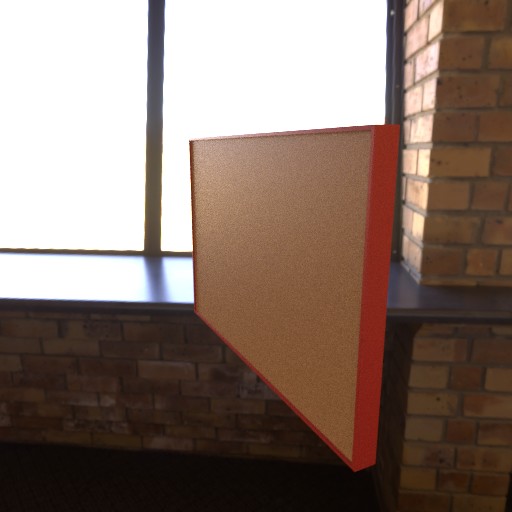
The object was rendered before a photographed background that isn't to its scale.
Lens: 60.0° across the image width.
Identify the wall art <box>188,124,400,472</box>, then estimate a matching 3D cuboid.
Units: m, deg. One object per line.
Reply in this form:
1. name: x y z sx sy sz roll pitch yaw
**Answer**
1. wall art: 0.000 0.000 0.761 0.033 0.405 0.607 -7 15 -25
